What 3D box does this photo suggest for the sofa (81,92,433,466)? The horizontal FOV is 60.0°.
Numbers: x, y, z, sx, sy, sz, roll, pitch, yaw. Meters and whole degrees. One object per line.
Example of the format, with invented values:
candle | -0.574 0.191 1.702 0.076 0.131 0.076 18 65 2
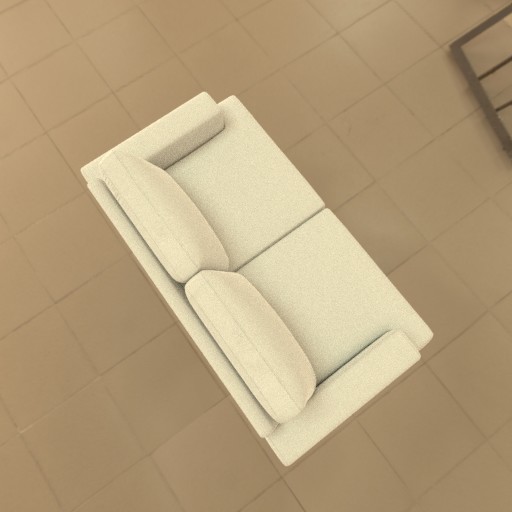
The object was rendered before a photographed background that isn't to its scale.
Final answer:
sofa | 0.000 0.000 2.181 0.920 0.810 1.650 -35 78 -9
